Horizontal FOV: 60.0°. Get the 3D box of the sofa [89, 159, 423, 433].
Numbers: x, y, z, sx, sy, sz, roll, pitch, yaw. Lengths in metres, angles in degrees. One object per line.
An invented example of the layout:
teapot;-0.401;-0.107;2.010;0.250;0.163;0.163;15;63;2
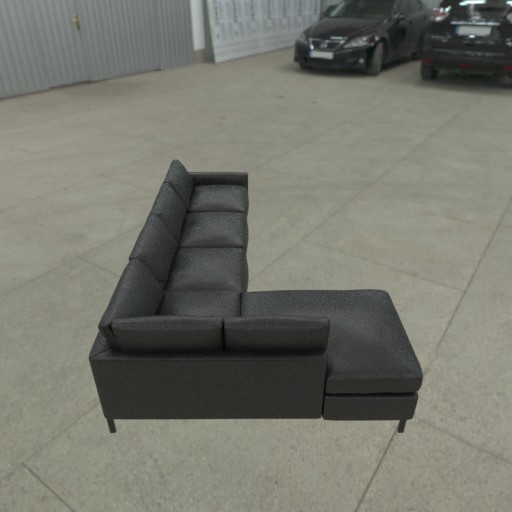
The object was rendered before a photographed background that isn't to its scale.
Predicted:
sofa;0.000;0.000;3.844;1.938;0.877;2.984;0;31;0
